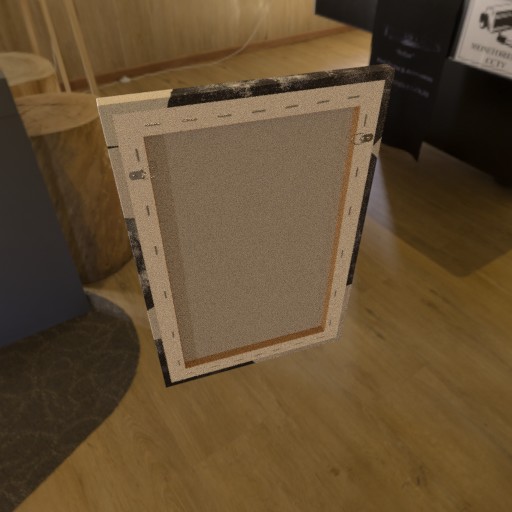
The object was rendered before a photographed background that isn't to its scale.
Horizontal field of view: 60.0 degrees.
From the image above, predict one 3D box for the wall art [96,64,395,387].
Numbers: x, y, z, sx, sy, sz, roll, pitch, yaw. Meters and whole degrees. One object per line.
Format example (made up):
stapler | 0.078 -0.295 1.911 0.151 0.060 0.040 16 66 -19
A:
wall art | 0.000 0.000 1.180 0.610 0.915 0.041 -12 43 -14
